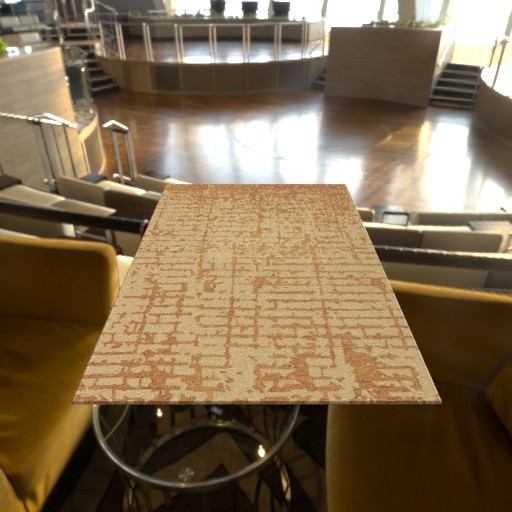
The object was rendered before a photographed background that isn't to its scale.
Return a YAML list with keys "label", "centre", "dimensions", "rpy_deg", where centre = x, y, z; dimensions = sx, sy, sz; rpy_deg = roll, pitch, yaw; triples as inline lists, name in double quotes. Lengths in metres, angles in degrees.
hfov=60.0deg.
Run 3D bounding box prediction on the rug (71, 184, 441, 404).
- label: "rug"
  centre: [0.000, 0.000, 2.228]
  dimensions: [1.219, 0.011, 1.829]
  rpy_deg: [0, 32, 0]
